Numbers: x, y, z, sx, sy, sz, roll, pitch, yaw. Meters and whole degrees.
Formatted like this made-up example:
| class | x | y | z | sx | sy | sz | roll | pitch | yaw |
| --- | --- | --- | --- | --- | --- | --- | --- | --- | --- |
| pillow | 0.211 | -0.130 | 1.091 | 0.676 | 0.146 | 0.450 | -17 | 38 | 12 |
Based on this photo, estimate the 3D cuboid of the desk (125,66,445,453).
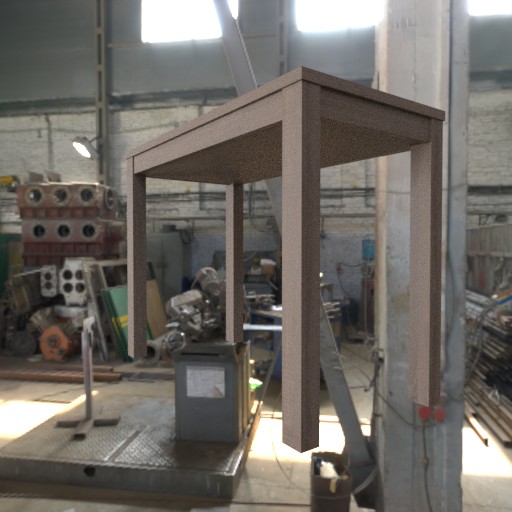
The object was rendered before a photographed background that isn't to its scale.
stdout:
| class | x | y | z | sx | sy | sz | roll | pitch | yaw |
| --- | --- | --- | --- | --- | --- | --- | --- | --- | --- |
| desk | 0.000 | 0.000 | 1.413 | 0.495 | 0.762 | 0.991 | -1 | 2 | -36 |
